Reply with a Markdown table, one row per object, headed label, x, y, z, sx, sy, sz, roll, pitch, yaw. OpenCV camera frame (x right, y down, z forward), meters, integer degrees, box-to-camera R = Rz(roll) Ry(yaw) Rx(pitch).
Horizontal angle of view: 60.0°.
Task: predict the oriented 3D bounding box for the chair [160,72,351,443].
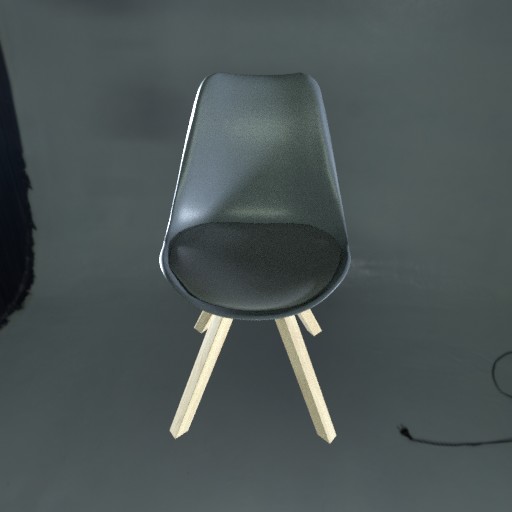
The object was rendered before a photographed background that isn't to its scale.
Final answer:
| label | x | y | z | sx | sy | sz | roll | pitch | yaw |
| --- | --- | --- | --- | --- | --- | --- | --- | --- | --- |
| chair | 0.000 | 0.000 | 1.196 | 0.485 | 0.850 | 0.550 | 1 | 31 | 2 |
